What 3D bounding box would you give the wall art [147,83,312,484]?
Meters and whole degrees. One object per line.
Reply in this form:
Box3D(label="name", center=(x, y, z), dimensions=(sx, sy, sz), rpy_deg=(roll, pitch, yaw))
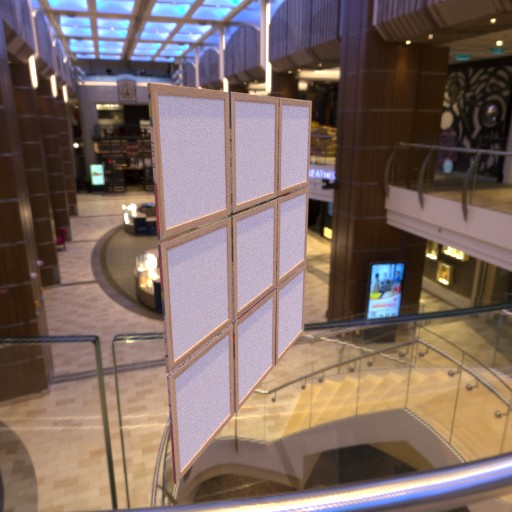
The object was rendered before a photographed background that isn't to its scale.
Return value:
Box3D(label="wall art", center=(0.000, 0.000, 2.245), dimensions=(0.013, 1.534, 1.519), rpy_deg=(8, 19, 25))
